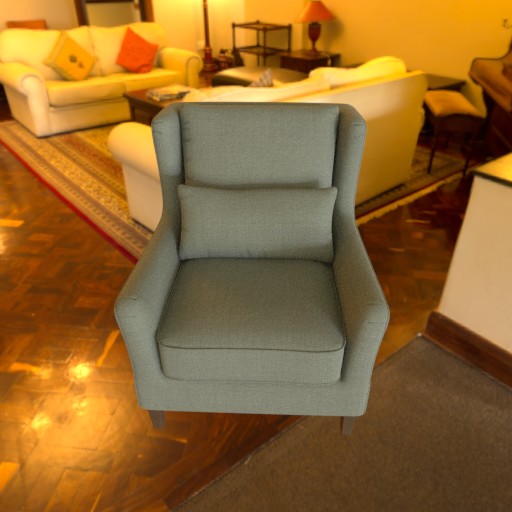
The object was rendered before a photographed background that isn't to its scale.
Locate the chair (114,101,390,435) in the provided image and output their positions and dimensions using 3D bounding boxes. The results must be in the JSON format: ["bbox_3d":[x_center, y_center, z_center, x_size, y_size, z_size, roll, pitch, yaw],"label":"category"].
[{"bbox_3d":[0.000,0.000,1.822,0.866,1.056,1.040,1,32,2],"label":"chair"}]
